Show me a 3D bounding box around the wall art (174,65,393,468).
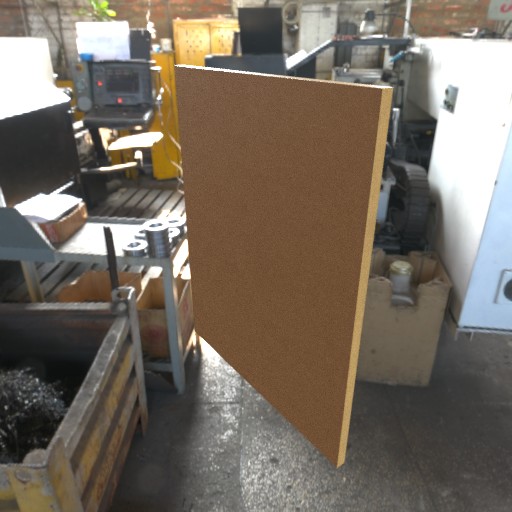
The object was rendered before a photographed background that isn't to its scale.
[{"bbox_3d":[0.000,0.000,1.313,0.030,1.002,0.798,-19,32,-32],"label":"wall art"}]
